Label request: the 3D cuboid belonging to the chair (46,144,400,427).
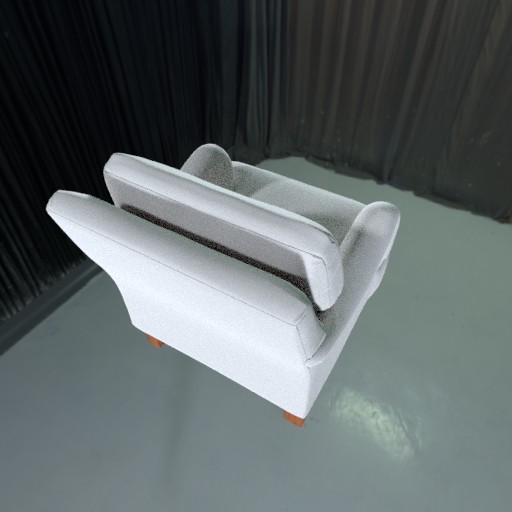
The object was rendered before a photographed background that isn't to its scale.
[{"bbox_3d":[0.000,0.000,1.831,0.955,1.038,1.070,23,50,21],"label":"chair"}]
